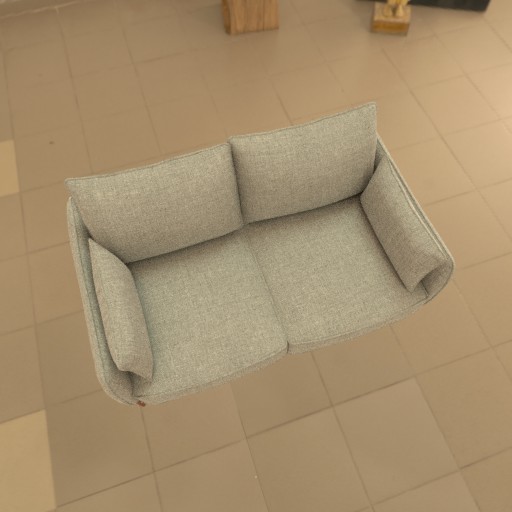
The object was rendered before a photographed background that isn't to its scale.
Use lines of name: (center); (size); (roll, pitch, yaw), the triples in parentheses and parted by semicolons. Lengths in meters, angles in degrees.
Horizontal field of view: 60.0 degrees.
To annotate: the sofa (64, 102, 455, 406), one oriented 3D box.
sofa: (0.000, 0.000, 2.094); (1.580, 0.851, 0.972); (-17, 65, -8)
